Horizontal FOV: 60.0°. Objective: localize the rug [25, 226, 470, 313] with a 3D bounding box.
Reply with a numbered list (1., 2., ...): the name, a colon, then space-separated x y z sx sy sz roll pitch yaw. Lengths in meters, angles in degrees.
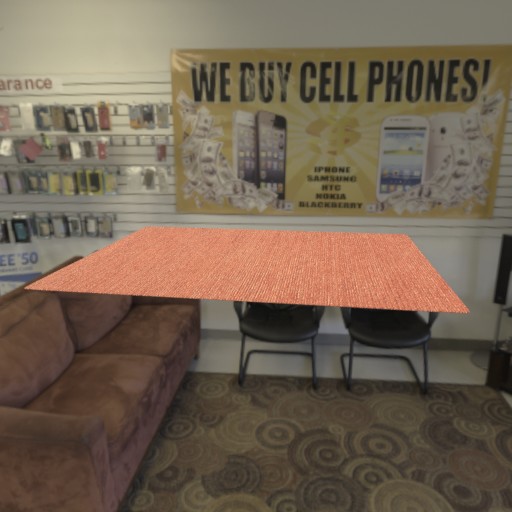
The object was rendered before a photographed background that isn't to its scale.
1. rug: 0.000 0.000 2.809 2.112 0.009 1.594 2 15 8
